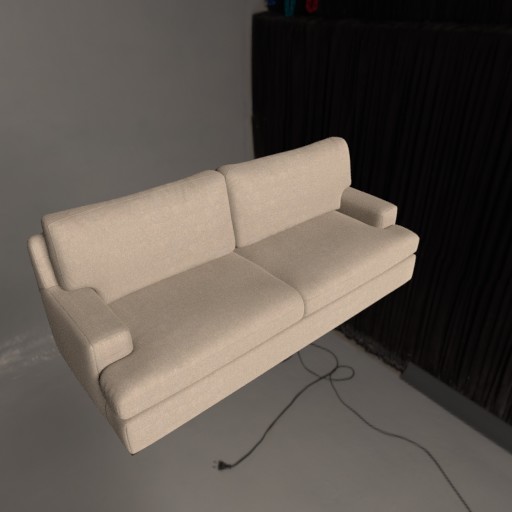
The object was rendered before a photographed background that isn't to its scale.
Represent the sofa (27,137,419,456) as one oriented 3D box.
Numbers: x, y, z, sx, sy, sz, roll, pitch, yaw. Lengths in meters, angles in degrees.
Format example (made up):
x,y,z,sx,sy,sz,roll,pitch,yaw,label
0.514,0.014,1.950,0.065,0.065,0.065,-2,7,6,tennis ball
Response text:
x,y,z,sx,sy,sz,roll,pitch,yaw,label
0.000,0.000,2.780,2.354,0.980,0.962,-23,38,-34,sofa
